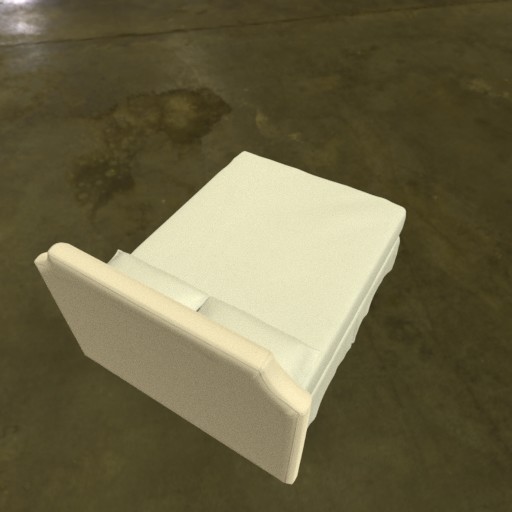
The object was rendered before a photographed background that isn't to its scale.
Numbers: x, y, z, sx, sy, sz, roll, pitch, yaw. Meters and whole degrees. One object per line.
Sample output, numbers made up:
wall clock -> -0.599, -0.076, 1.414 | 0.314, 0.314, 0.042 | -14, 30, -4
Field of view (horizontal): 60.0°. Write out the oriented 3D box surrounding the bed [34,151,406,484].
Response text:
bed -> 0.000, 0.000, 3.252 | 1.828, 1.297, 2.164 | 24, 52, 21
